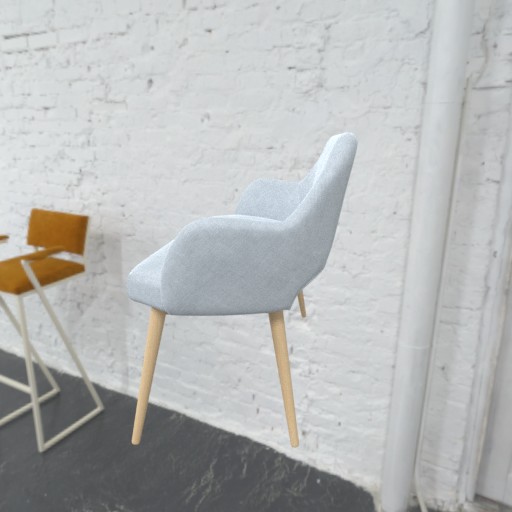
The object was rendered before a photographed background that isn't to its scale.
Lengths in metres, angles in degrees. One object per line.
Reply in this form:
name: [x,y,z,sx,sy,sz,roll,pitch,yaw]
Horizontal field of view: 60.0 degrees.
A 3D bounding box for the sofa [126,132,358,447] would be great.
sofa: [0.000,0.000,1.586,0.610,0.840,1.150,2,15,7]
